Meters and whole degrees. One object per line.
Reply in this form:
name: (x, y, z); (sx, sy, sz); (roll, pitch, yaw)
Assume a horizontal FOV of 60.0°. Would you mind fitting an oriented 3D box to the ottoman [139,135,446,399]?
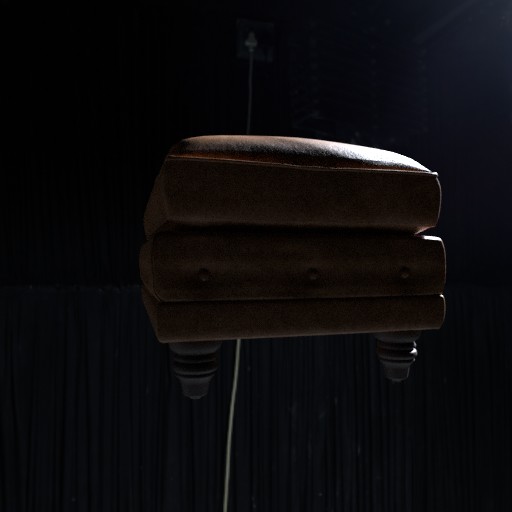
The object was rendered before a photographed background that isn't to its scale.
ottoman: (0.000, 0.000, 1.074); (0.533, 0.480, 0.710); (0, -1, -16)
